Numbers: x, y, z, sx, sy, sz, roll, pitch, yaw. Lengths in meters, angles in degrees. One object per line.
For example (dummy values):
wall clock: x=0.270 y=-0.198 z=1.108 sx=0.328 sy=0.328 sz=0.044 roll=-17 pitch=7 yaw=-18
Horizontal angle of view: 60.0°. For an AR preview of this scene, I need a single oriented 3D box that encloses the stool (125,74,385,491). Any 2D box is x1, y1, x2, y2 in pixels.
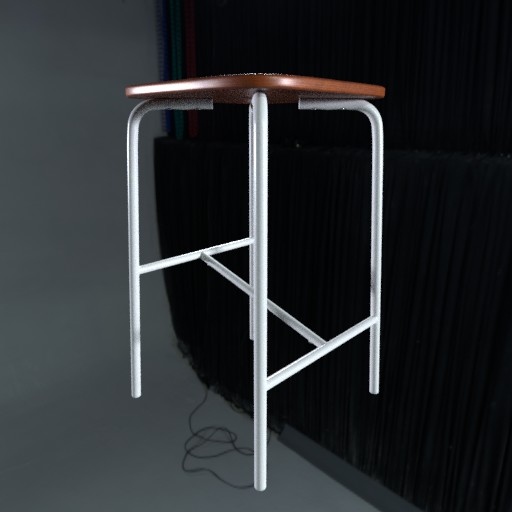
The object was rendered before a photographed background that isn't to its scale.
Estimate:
stool: x=0.000 y=0.000 z=0.856 sx=0.376 sy=0.610 sz=0.376 roll=15 pitch=22 yaw=41
